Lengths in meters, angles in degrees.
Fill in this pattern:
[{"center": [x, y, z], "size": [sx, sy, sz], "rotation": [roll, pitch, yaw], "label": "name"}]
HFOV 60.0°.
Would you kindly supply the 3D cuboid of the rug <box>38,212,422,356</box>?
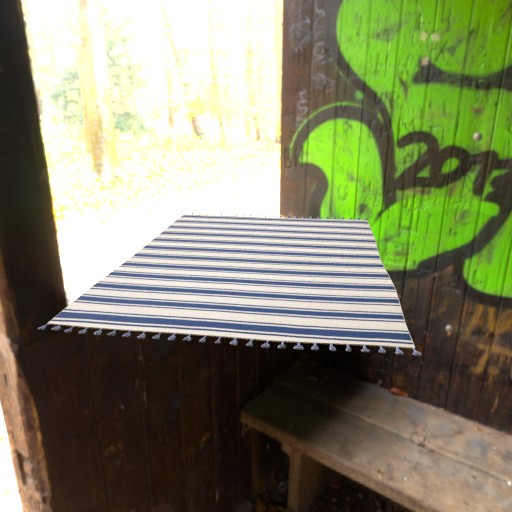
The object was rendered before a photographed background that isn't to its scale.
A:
[{"center": [0.000, 0.000, 4.367], "size": [2.471, 0.016, 3.416], "rotation": [3, 19, 8], "label": "rug"}]
